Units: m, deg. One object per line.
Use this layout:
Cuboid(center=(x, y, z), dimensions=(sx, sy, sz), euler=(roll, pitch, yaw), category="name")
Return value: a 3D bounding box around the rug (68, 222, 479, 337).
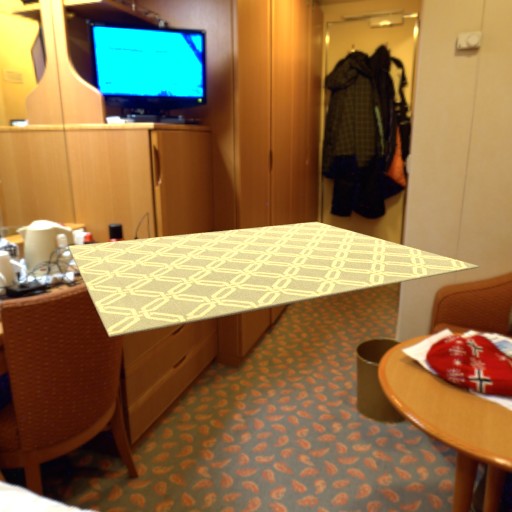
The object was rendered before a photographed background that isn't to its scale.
Cuboid(center=(0.000, 0.000, 3.930), dimensions=(2.895, 0.018, 2.288), euler=(-7, 16, -26), category="rug")
